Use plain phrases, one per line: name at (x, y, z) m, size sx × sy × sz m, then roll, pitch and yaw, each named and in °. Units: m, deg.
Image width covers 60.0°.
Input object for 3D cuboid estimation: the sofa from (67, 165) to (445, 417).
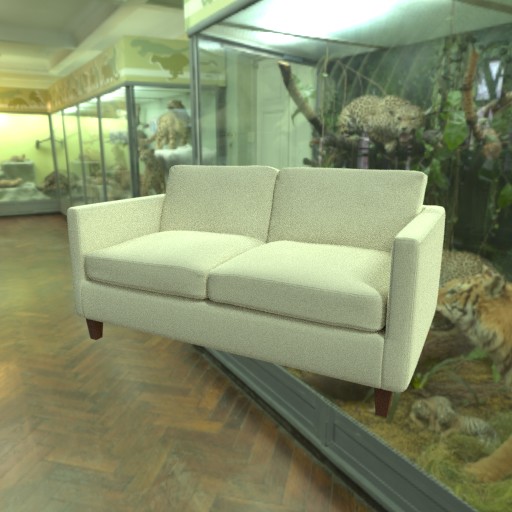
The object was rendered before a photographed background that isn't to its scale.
sofa at (0.000, 0.000, 2.277) m, size 1.702 × 0.888 × 0.964 m, roll 7°, pitch 15°, yaw 27°
